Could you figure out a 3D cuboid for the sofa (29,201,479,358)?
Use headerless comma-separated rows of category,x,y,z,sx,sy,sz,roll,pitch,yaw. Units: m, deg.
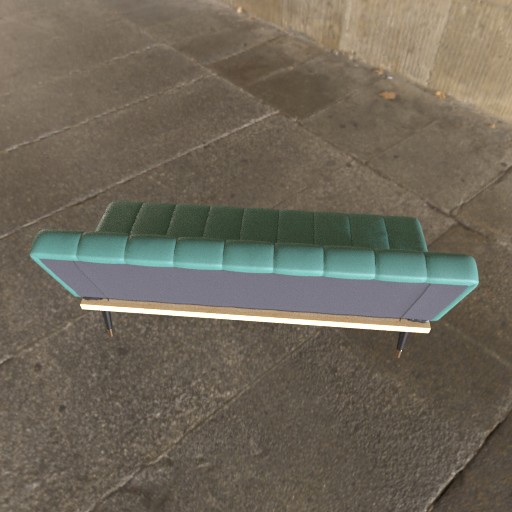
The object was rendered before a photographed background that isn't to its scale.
sofa,0.000,0.000,2.305,1.810,0.820,0.830,4,47,3
